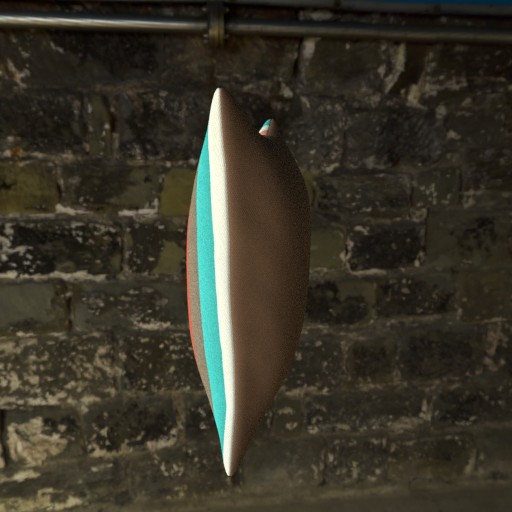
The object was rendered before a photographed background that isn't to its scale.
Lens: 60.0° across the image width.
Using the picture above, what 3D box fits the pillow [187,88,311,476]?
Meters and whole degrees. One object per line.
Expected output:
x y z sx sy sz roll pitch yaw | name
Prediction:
0.000 0.000 0.697 0.168 0.443 0.453 2 14 8 | pillow
